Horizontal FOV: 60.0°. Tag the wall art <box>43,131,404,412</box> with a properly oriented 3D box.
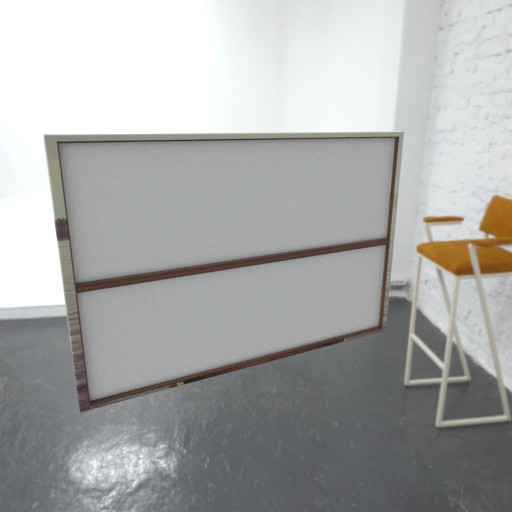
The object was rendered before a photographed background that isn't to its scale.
[{"bbox_3d":[0.000,0.000,1.424,1.149,0.765,0.040,-8,18,-26],"label":"wall art"}]
